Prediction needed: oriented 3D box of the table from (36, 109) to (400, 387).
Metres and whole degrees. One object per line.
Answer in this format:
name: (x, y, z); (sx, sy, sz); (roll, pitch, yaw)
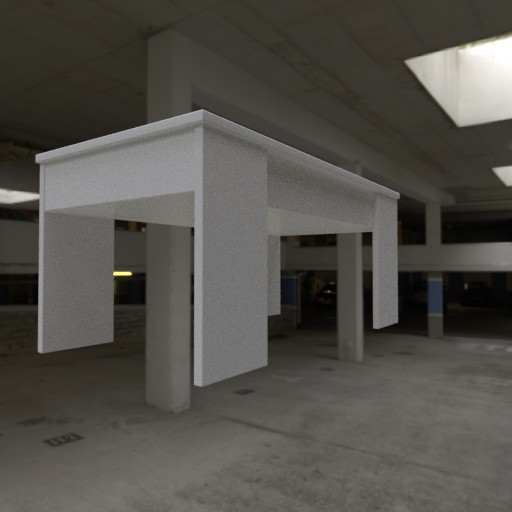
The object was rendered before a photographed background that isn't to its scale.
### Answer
table: (0.000, 0.000, 1.249); (0.500, 0.440, 1.000); (-1, -2, 35)
